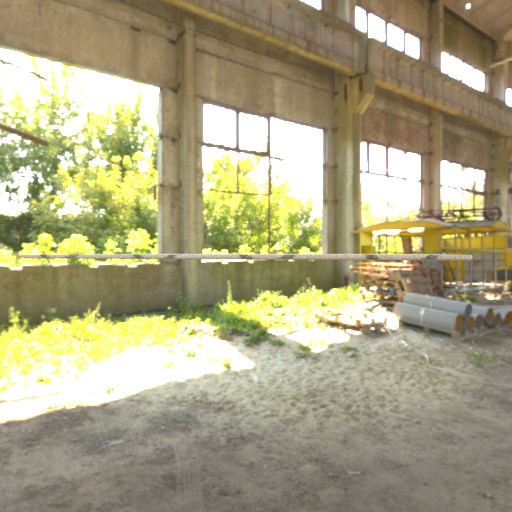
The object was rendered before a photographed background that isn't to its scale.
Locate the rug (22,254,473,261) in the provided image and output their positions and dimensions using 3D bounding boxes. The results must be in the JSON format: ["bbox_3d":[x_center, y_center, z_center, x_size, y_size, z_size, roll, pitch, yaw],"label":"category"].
[{"bbox_3d":[0.000,0.000,2.896,2.348,0.024,1.501,0,0,17],"label":"rug"}]
